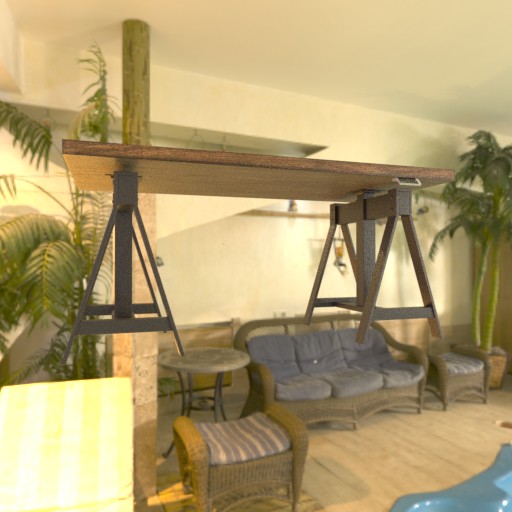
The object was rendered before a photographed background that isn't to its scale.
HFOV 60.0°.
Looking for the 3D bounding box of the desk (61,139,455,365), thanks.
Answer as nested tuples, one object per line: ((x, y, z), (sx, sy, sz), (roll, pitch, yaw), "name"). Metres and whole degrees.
((0.000, 0.000, 1.977), (1.543, 0.725, 0.784), (0, 0, -18), "desk")
